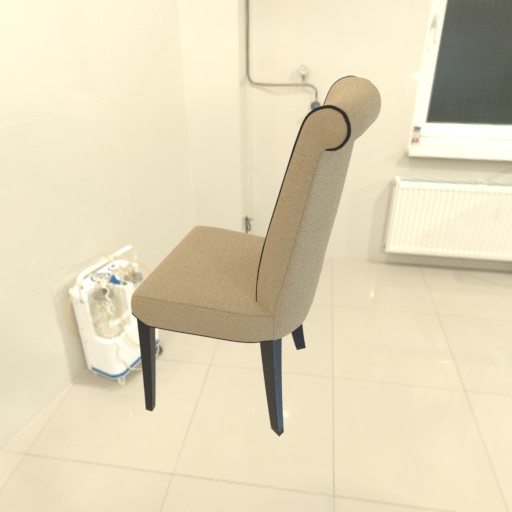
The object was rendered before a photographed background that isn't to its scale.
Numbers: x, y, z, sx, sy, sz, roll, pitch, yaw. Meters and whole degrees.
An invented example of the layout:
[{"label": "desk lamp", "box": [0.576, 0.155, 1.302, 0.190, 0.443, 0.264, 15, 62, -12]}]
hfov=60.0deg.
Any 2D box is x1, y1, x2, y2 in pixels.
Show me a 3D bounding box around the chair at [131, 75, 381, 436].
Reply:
[{"label": "chair", "box": [0.000, 0.000, 1.358, 0.623, 0.997, 0.522, 7, 30, 13]}]
